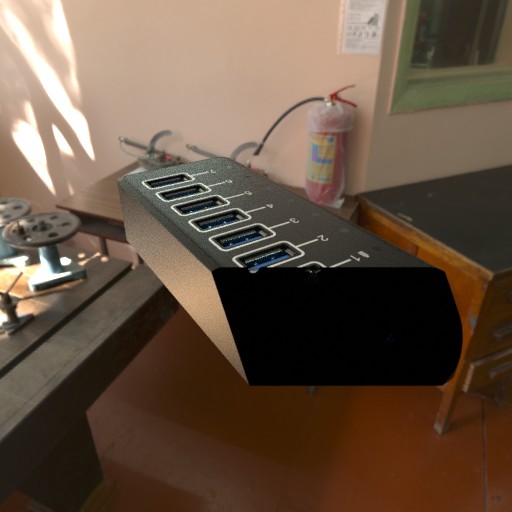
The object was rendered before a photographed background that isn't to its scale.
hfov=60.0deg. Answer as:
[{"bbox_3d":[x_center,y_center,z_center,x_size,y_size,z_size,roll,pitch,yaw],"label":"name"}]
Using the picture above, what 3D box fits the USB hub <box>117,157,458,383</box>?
[{"bbox_3d":[0.000,0.000,0.127,0.044,0.023,0.110,-18,35,-28],"label":"USB hub"}]
